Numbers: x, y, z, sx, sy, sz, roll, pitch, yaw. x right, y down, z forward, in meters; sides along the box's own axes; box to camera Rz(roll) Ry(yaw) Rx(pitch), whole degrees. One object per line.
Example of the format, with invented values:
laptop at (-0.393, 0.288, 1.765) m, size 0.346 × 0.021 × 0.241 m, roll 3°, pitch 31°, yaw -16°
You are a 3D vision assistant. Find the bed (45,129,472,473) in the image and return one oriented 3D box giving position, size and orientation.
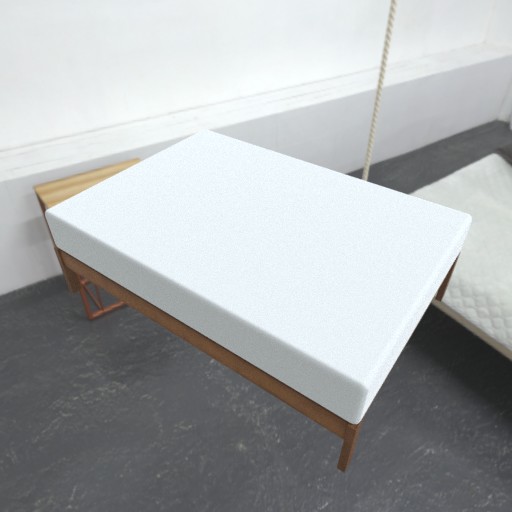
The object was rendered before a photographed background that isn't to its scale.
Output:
bed at (0.000, 0.000, 2.590) m, size 1.927 × 0.616 × 1.348 m, roll 25°, pitch 46°, yaw 27°
